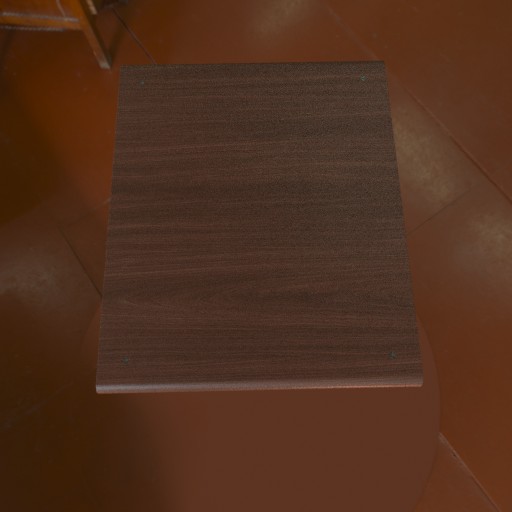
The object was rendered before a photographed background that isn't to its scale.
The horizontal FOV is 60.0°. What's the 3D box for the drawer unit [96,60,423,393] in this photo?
[{"bbox_3d":[0.000,0.000,0.608,0.290,0.351,0.349,-1,74,0],"label":"drawer unit"}]
